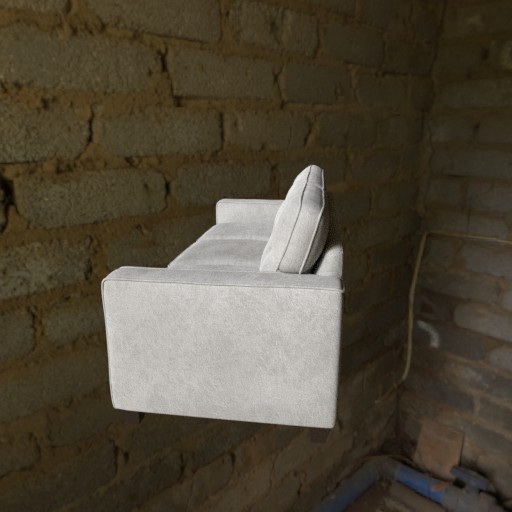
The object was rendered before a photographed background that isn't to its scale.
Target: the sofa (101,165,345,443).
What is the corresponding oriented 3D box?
[{"bbox_3d":[0.000,0.000,2.665,0.939,0.965,2.133,2,16,8],"label":"sofa"}]
